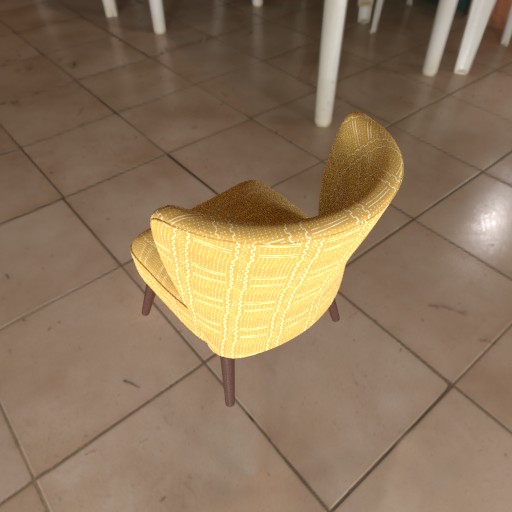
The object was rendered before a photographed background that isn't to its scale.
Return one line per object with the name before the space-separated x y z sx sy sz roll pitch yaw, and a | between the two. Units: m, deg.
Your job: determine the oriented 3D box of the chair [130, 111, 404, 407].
chair | 0.000 0.000 1.442 0.706 0.866 0.758 -32 54 -27
